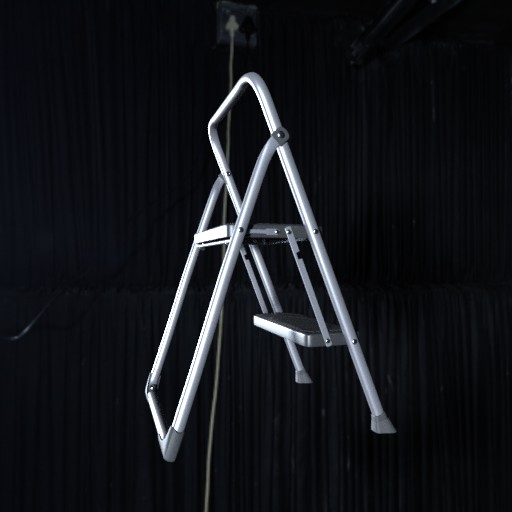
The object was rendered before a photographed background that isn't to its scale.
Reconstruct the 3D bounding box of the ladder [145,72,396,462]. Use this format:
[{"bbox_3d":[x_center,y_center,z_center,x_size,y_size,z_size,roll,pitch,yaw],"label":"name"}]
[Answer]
[{"bbox_3d":[0.000,0.000,1.035,0.472,0.720,0.430,0,-1,-18],"label":"ladder"}]
